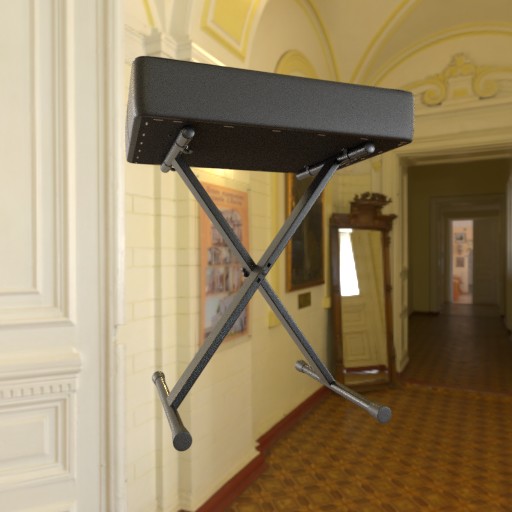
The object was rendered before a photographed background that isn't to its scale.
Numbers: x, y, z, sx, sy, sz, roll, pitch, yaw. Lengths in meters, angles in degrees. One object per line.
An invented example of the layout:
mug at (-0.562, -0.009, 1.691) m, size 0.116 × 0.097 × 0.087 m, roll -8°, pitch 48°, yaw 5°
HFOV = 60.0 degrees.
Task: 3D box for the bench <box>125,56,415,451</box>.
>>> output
bench at (0.000, 0.000, 0.763) m, size 0.424 × 0.500 × 0.321 m, roll 0°, pitch 0°, yaw -18°
